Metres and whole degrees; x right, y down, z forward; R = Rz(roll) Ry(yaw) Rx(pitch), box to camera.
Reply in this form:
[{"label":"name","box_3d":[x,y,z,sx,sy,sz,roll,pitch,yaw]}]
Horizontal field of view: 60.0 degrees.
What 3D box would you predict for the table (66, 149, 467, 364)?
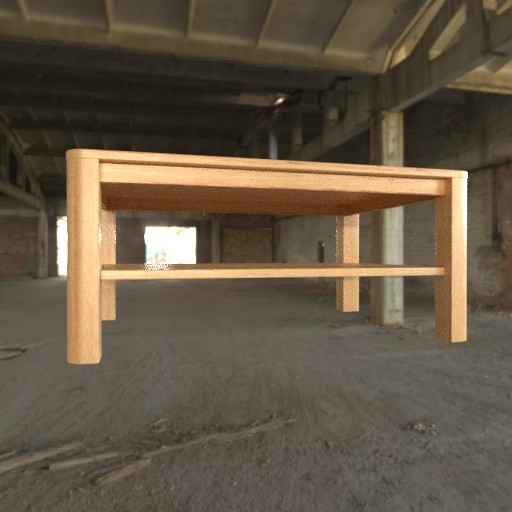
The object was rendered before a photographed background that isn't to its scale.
[{"label":"table","box_3d":[0.000,0.000,1.366,0.997,0.445,0.696,0,0,-15]}]
